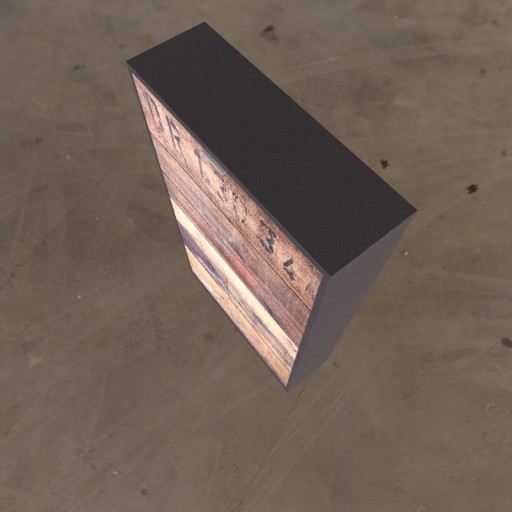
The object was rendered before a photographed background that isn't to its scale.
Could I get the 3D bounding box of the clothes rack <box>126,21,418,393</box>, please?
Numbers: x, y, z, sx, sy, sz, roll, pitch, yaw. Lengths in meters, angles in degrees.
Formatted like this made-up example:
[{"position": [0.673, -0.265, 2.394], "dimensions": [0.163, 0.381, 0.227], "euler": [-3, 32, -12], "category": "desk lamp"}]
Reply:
[{"position": [0.000, 0.000, 1.574], "dimensions": [0.250, 1.280, 0.750], "euler": [-35, 69, -16], "category": "clothes rack"}]
